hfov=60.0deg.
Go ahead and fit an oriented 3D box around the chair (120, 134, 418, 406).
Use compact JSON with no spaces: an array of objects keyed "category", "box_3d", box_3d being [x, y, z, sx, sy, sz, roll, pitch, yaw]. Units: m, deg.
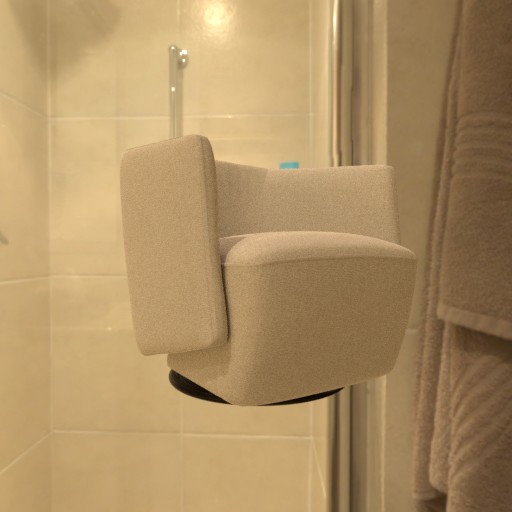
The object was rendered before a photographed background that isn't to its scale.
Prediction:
[{"category":"chair","box_3d":[0.000,0.000,1.600,0.822,0.861,0.986,-1,1,-34]}]
